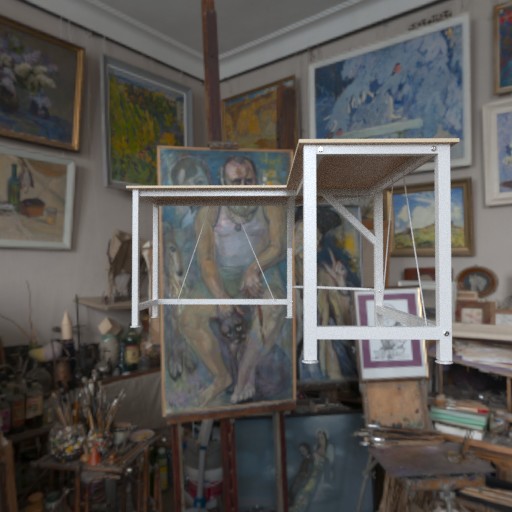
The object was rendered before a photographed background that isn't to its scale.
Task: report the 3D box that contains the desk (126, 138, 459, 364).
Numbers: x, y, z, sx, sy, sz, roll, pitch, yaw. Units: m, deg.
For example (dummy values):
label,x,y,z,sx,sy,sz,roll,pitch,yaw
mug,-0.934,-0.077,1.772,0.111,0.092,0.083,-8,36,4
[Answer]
label,x,y,z,sx,sy,sz,roll,pitch,yaw
desk,0.000,0.000,2.200,1.400,0.762,1.400,0,-1,1
